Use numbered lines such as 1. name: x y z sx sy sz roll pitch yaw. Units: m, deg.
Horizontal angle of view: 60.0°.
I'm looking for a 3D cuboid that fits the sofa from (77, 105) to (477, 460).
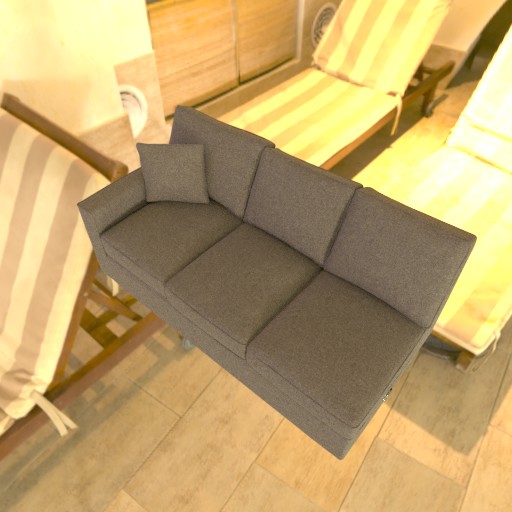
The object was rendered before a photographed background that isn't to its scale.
1. sofa: 0.000 0.000 2.537 1.963 0.946 1.034 31 54 27
